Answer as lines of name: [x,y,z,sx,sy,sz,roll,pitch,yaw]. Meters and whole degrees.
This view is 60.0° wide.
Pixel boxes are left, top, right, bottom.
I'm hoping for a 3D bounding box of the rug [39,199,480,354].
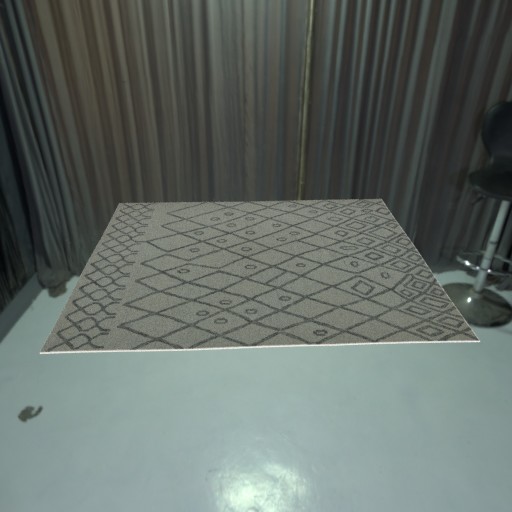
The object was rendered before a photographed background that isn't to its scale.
rug: [0.000,0.000,4.093,3.046,0.015,2.446,-1,31,-2]
